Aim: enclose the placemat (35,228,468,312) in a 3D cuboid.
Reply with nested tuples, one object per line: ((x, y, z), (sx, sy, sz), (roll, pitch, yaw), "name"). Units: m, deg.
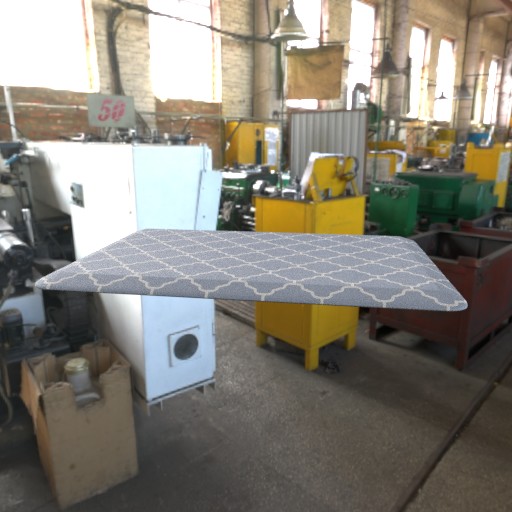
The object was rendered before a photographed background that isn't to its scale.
((0.000, 0.000, 0.983), (0.762, 0.021, 0.508), (2, 15, 8), "placemat")
